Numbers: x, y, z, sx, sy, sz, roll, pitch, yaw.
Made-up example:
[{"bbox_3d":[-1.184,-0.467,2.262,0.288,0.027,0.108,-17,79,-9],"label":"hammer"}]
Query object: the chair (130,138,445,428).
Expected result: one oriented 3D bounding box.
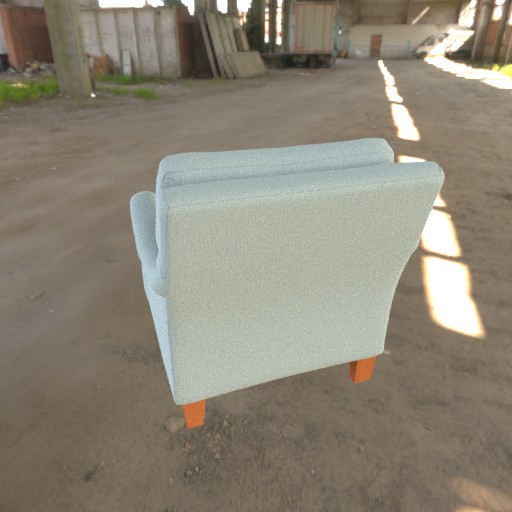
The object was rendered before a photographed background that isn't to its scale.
[{"bbox_3d":[0.000,0.000,1.874,0.955,1.038,1.070,-9,28,-18],"label":"chair"}]
